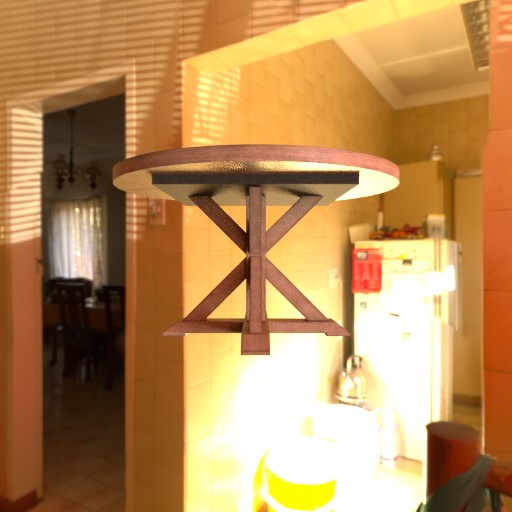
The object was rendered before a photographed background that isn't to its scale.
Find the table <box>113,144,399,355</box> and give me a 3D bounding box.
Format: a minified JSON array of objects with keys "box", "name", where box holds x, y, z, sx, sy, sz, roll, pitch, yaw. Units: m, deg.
[{"box":[0.000,0.000,2.212,1.363,0.781,1.363,0,0,0],"name":"table"}]
